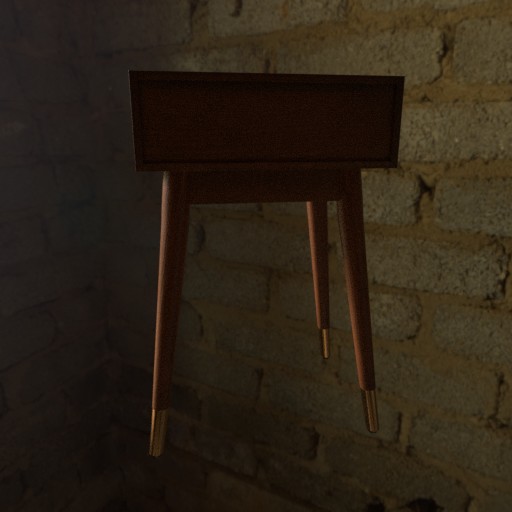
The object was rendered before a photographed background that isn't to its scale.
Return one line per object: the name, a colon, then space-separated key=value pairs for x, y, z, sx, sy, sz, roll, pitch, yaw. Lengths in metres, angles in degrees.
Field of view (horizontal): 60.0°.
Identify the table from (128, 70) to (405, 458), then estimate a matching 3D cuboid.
table: x=0.000 y=0.000 z=0.825 sx=0.406 sy=0.599 sz=0.300 roll=-3 pitch=16 yaw=-9
